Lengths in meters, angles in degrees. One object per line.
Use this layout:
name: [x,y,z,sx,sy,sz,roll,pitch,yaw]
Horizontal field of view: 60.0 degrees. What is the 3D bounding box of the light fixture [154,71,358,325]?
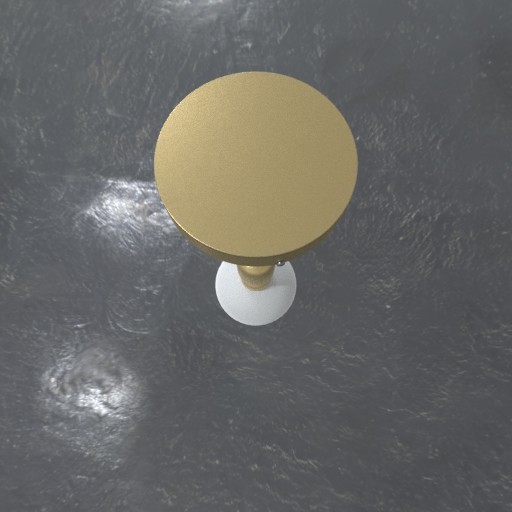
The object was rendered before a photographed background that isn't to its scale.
light fixture: [0.000,0.000,0.556,0.147,0.510,0.146,-13,75,-4]
